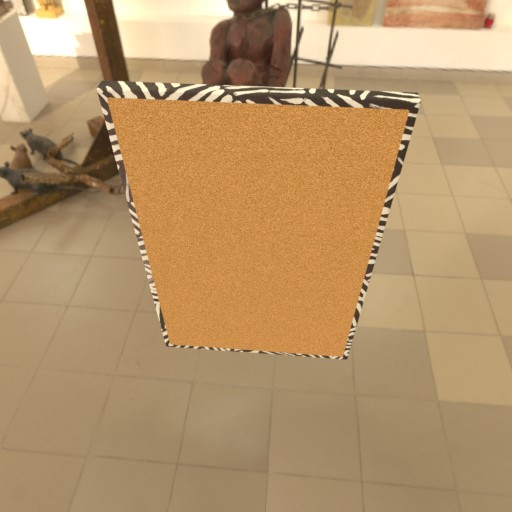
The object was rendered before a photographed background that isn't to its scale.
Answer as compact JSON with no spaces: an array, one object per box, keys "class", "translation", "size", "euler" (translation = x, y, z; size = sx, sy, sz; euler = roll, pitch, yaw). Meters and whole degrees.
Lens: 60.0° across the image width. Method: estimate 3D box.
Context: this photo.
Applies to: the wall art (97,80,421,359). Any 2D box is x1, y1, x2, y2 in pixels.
[{"class":"wall art","translation":[0.000,0.000,1.177],"size":[0.615,0.918,0.035],"euler":[3,47,3]}]
